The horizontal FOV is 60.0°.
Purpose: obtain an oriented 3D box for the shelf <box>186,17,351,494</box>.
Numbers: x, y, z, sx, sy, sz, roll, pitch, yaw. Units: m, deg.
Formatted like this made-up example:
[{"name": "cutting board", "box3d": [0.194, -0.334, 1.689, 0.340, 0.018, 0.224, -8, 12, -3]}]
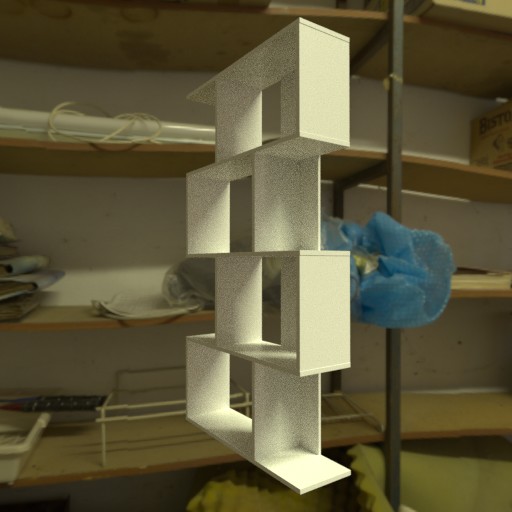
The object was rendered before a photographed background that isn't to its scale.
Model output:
[{"name": "shelf", "box3d": [0.000, 0.000, 1.968, 0.250, 1.650, 0.890, 1, -1, -35]}]
